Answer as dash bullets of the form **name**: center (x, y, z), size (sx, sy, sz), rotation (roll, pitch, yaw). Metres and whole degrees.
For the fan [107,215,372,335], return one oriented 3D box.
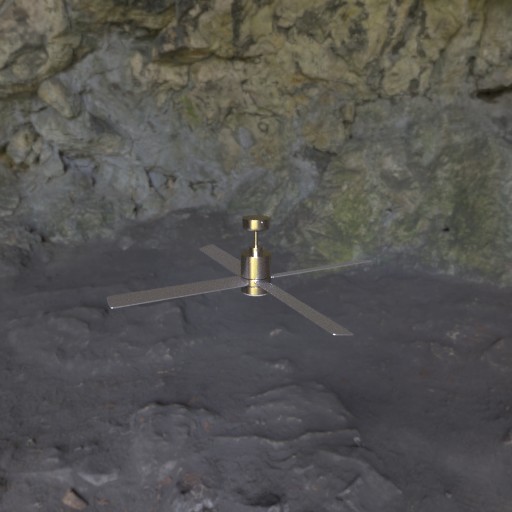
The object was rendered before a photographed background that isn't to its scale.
- **fan**: center (0.000, 0.000, 2.023), size (1.322, 0.355, 1.322), rotation (-8, 18, -26)
